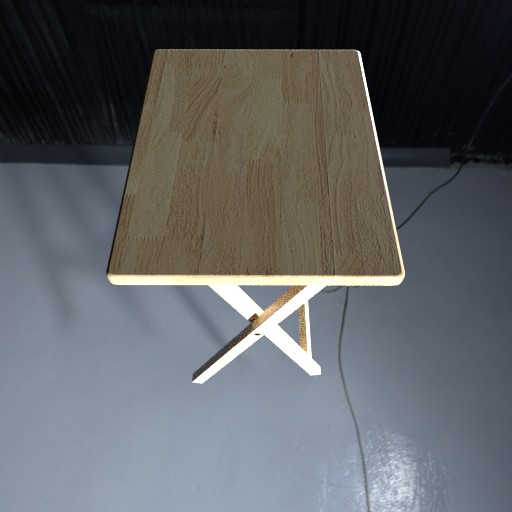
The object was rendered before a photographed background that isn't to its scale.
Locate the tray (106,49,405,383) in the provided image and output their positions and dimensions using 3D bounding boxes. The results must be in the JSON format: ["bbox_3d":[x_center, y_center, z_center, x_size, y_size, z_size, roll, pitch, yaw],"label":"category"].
[{"bbox_3d":[0.000,0.000,0.964,0.381,0.660,0.483,0,58,0],"label":"tray"}]
